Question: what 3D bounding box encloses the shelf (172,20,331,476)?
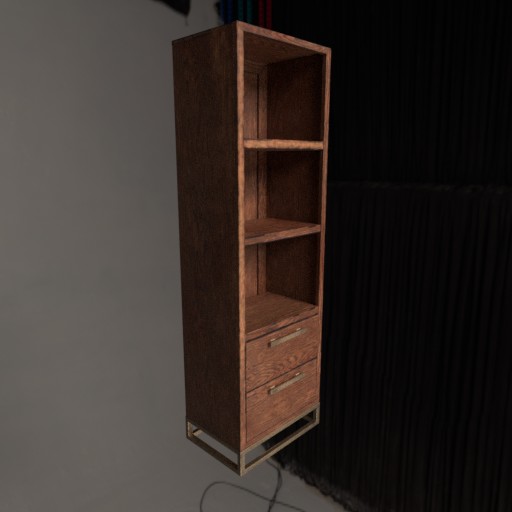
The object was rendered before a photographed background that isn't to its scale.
[{"bbox_3d":[0.000,0.000,1.956,0.395,1.732,0.539,12,17,43],"label":"shelf"}]
